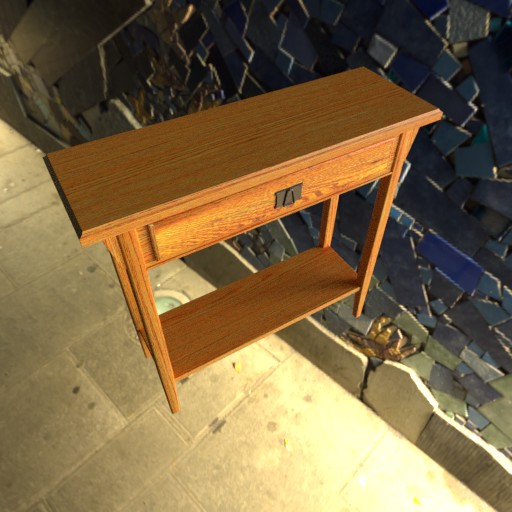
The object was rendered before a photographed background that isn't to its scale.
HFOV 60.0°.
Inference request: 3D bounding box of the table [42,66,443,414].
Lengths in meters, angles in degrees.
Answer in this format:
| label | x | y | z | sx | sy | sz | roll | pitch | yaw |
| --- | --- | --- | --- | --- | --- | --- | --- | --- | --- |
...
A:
| label | x | y | z | sx | sy | sz | roll | pitch | yaw |
| --- | --- | --- | --- | --- | --- | --- | --- | --- | --- |
| table | 0.000 | 0.000 | 1.123 | 0.762 | 0.711 | 0.254 | -23 | 50 | -21 |
